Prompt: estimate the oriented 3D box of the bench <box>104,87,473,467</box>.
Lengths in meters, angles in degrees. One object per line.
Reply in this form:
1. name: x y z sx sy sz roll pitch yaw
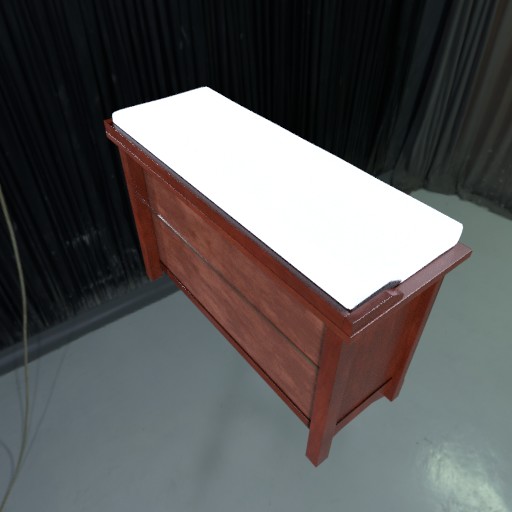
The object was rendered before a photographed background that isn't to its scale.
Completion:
1. bench: 0.000 0.000 1.296 0.369 0.646 0.987 -28 48 -28
